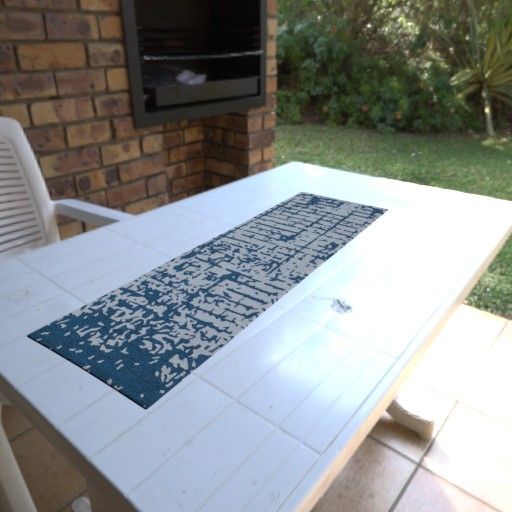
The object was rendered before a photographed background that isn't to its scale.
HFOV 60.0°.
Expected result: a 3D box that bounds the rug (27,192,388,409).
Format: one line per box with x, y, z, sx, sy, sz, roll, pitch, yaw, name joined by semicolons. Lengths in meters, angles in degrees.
0.000;0.000;2.637;0.750;0.011;2.435;17;31;31;rug
